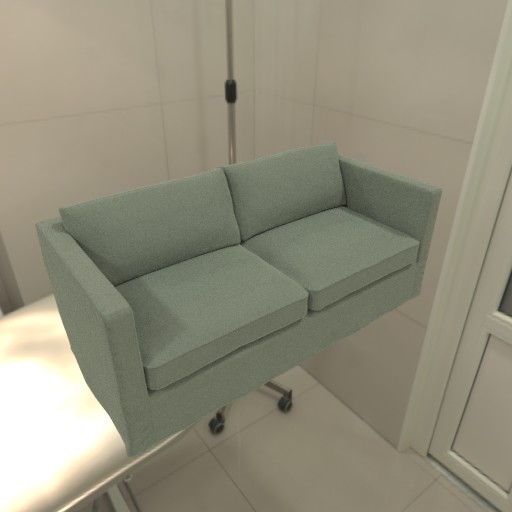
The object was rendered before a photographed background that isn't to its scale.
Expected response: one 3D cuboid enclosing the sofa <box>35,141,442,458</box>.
[{"bbox_3d":[0.000,0.000,2.441,1.987,0.870,0.940,-21,36,-31],"label":"sofa"}]
